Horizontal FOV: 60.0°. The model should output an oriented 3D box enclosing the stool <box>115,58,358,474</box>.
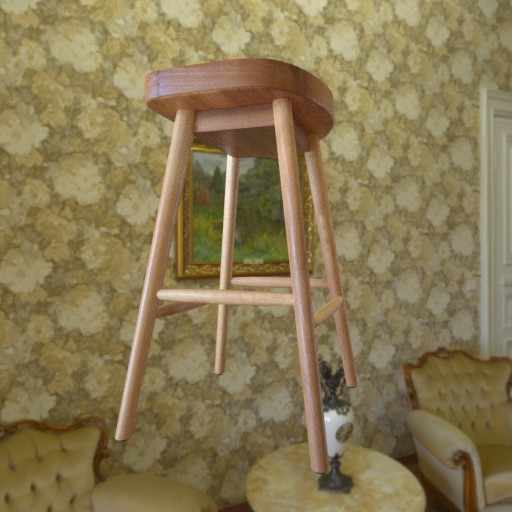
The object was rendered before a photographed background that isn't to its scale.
[{"bbox_3d":[0.000,0.000,0.885,0.361,0.615,0.440,0,1,19],"label":"stool"}]
